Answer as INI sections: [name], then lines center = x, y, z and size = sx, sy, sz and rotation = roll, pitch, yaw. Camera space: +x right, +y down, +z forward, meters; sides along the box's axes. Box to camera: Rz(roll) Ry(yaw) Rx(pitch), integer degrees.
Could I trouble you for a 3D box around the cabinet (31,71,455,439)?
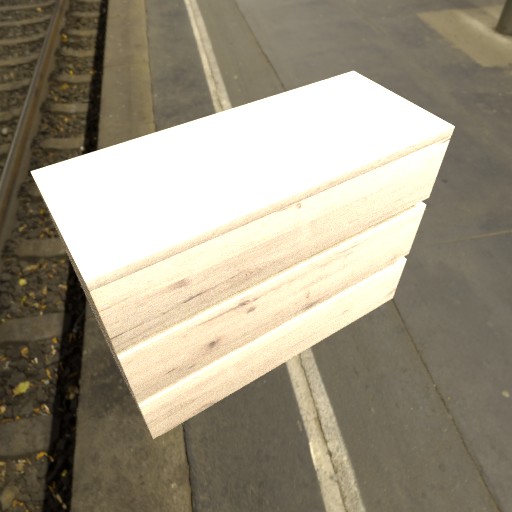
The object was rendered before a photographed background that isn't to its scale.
[cabinet]
center = 0.000, 0.000, 1.452
size = 1.040, 0.820, 0.420
rotation = -25, 51, -22
